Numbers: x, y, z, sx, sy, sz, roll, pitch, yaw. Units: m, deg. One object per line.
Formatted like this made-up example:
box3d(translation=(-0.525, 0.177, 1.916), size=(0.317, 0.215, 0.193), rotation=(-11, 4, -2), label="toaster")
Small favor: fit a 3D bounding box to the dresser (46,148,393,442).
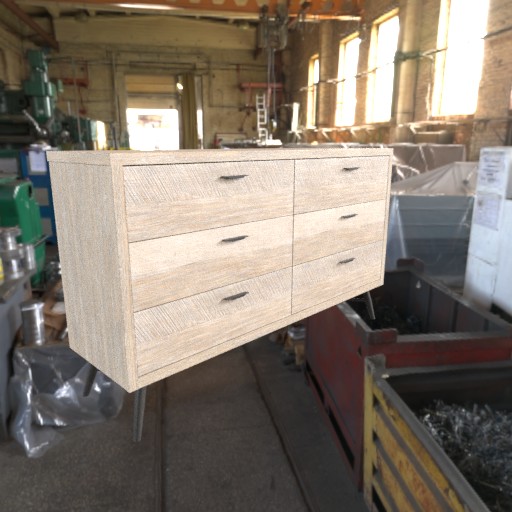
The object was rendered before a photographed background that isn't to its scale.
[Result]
box3d(translation=(0.000, 0.000, 1.958), size=(1.524, 0.914, 0.457), rotation=(-14, 20, -43), label="dresser")
